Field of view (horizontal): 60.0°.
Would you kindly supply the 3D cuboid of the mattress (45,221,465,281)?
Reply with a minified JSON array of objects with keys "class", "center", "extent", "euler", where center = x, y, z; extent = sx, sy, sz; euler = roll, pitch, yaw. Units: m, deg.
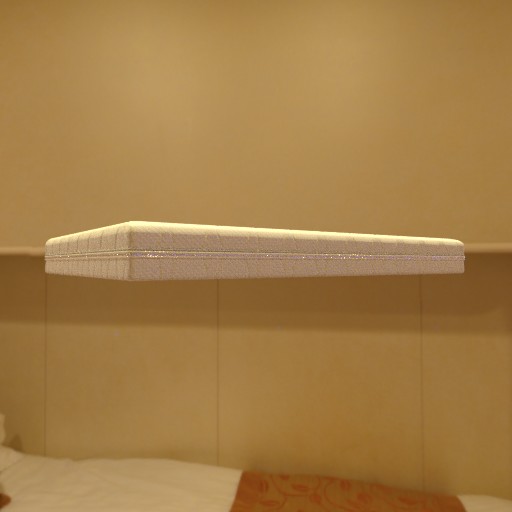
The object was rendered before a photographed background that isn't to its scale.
[{"class":"mattress","center":[0.000,0.000,2.565],"extent":[2.000,0.200,1.400],"euler":[1,-1,-36]}]
